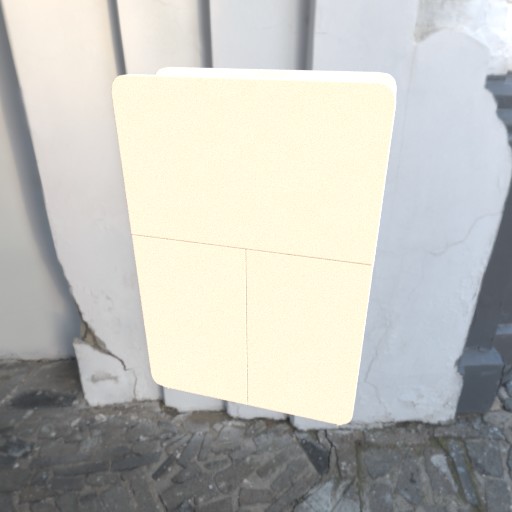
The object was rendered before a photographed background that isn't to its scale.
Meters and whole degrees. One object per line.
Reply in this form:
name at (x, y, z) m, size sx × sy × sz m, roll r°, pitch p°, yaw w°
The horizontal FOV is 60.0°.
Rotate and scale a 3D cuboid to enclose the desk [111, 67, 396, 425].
desk at (0.000, 0.000, 1.556) m, size 0.795 × 1.190 × 0.278 m, roll 7°, pitch 28°, yaw 14°
